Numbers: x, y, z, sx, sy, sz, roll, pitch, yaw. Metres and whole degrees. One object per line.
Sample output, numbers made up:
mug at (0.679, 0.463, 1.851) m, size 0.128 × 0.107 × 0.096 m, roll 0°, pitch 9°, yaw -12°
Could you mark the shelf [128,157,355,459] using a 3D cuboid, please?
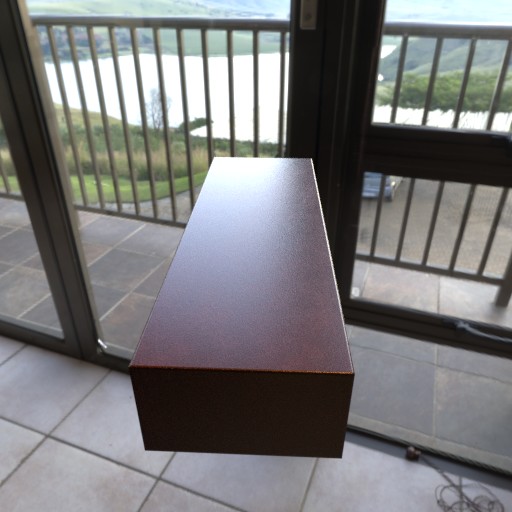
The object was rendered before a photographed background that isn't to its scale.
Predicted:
shelf at (0.000, 0.000, 0.517) m, size 0.152 × 0.088 × 0.457 m, roll 1°, pitch 30°, yaw 2°
